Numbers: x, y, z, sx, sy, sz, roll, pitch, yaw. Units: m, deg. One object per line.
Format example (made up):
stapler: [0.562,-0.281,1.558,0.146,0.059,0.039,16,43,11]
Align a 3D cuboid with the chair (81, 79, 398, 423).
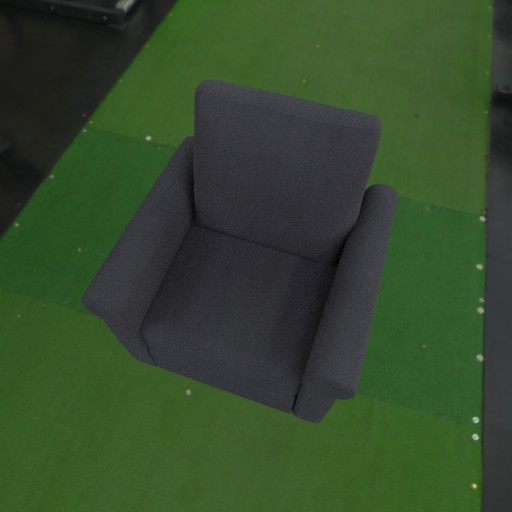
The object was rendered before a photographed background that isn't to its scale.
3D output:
chair: [0.000,0.000,1.596,0.867,0.942,0.828,17,60,10]
